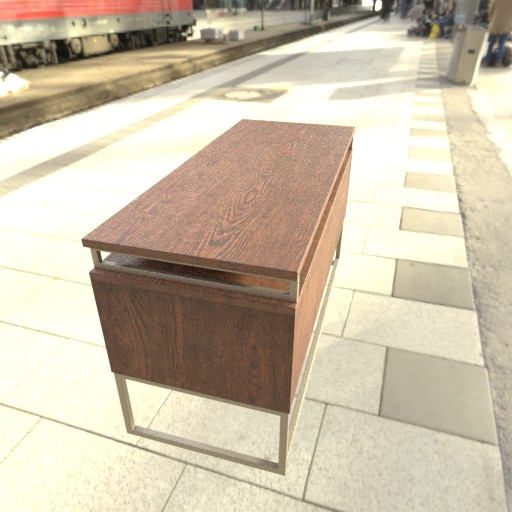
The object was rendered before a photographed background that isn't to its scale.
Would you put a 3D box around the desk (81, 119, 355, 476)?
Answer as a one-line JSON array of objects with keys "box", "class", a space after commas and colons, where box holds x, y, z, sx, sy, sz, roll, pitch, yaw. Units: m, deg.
[{"box": [0.000, 0.000, 1.876, 0.610, 0.792, 1.384, 8, 31, 14], "class": "desk"}]
